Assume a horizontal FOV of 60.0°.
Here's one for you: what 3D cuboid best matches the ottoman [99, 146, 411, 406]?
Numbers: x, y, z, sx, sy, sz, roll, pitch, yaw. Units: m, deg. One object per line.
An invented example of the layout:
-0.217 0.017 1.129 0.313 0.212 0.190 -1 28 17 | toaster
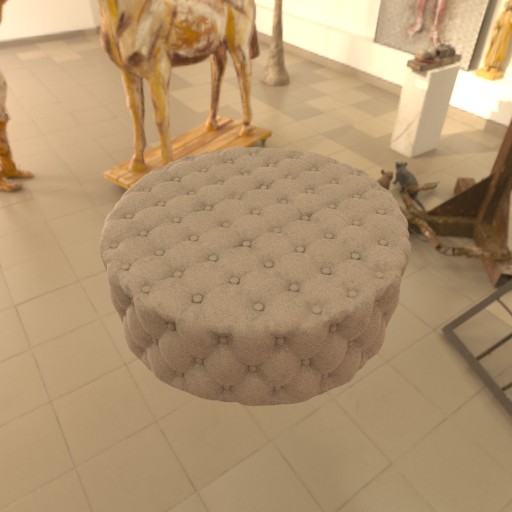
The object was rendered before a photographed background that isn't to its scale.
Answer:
0.000 0.000 1.545 0.998 0.399 0.998 0 40 0 | ottoman
